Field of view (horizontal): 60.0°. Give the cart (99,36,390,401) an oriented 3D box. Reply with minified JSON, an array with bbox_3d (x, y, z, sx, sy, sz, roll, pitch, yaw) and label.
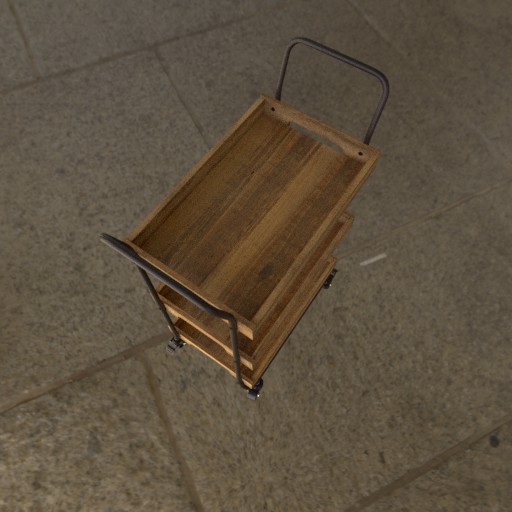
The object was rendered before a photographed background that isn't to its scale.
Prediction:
[{"bbox_3d":[0.000,0.000,1.153,0.339,0.857,0.583,32,67,15],"label":"cart"}]
